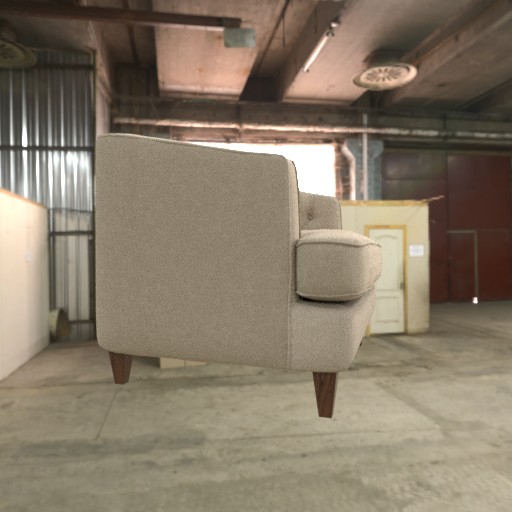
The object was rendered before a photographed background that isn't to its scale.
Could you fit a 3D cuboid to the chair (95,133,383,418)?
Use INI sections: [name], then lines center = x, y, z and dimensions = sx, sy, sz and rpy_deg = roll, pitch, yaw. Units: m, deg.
[chair]
center = 0.000, 0.000, 1.752
dimensions = 0.941, 0.852, 1.104
rpy_deg = 0, 1, 18
